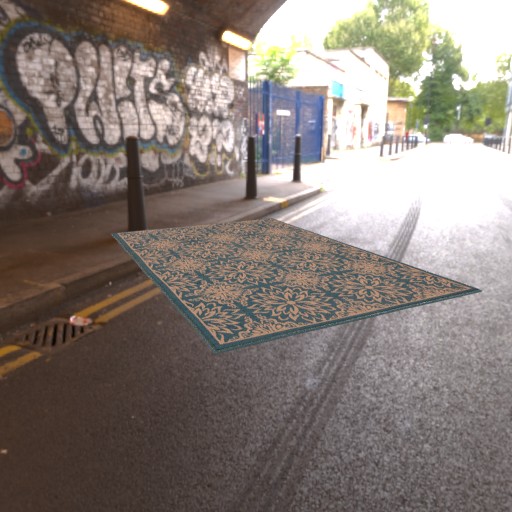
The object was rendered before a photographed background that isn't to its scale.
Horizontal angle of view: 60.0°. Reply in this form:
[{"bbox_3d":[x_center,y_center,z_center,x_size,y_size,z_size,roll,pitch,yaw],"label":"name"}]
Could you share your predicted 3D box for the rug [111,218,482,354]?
[{"bbox_3d":[0.000,0.000,2.388,1.211,0.012,1.833,-8,17,-26],"label":"rug"}]
